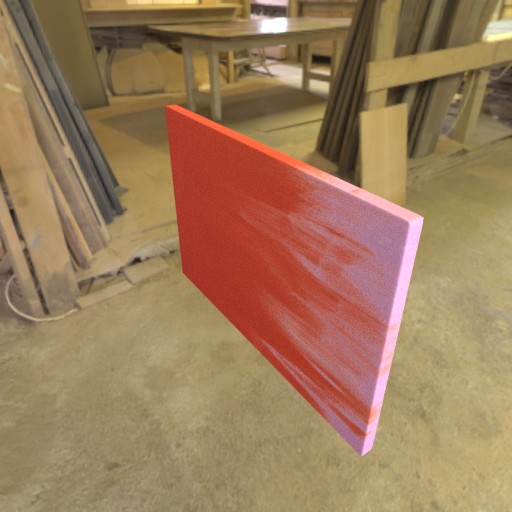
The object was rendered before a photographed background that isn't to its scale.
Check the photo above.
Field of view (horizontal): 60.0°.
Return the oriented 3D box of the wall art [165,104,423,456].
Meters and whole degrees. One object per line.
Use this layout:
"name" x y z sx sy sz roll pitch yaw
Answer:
"wall art" 0.000 0.000 1.185 0.040 0.609 0.913 -20 37 -29
